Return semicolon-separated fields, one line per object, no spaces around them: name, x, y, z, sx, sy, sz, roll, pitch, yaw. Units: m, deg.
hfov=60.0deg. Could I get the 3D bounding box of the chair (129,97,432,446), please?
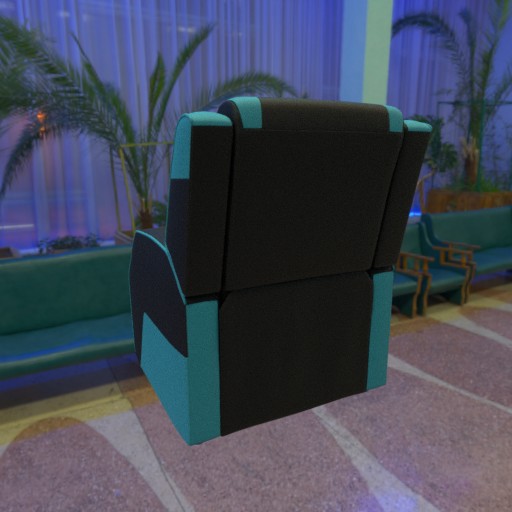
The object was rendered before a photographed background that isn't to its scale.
chair;0.000;0.000;1.287;0.620;0.805;0.672;-7;15;-27
